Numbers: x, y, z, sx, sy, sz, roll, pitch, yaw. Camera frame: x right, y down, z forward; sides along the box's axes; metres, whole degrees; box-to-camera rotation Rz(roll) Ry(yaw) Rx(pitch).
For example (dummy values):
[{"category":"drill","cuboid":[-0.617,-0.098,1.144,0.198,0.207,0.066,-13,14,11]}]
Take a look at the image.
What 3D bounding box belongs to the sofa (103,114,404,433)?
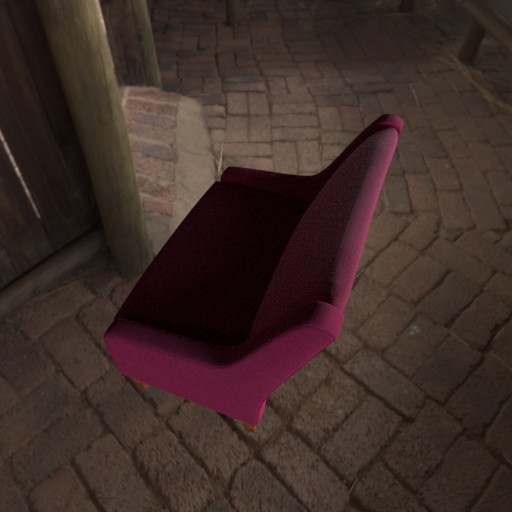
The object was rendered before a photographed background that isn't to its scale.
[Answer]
[{"category":"sofa","cuboid":[0.000,0.000,2.033,0.946,0.976,1.242,16,48,14]}]
